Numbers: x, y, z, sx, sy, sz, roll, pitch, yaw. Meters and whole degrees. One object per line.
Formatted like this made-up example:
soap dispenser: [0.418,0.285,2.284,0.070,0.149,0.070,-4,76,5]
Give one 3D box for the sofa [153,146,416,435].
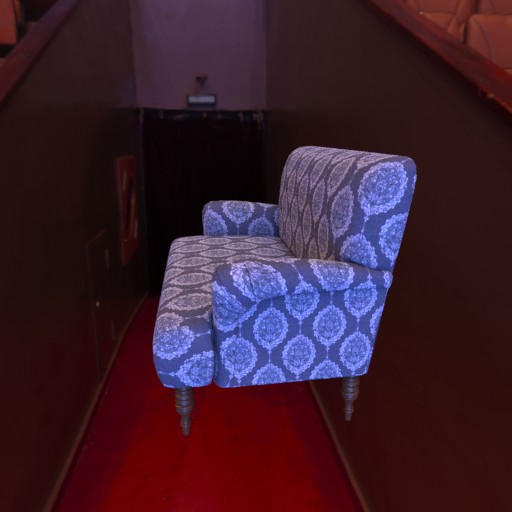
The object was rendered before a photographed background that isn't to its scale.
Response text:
sofa: [0.000,0.000,1.862,0.779,0.867,1.297,-2,16,-8]
